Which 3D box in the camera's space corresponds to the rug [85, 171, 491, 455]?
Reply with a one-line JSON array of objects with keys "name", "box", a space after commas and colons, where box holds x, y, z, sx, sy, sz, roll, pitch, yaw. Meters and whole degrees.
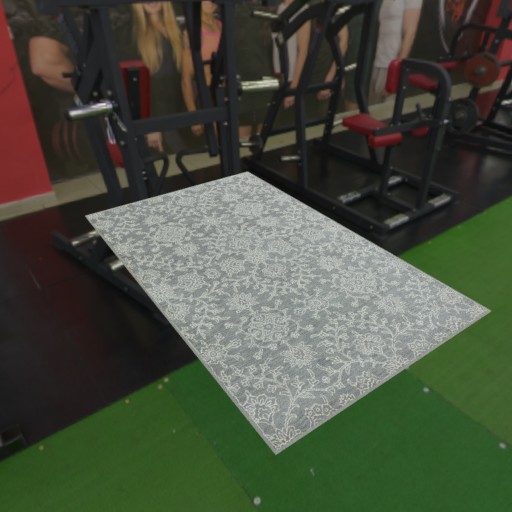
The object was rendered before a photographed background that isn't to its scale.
[{"name": "rug", "box": [0.000, 0.000, 2.949, 1.515, 0.010, 2.430, -21, 39, -29]}]
